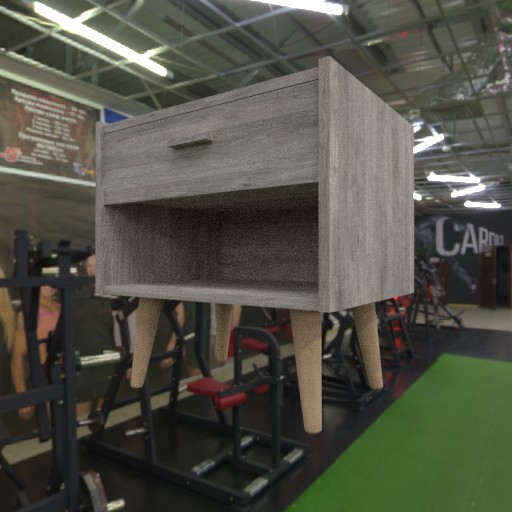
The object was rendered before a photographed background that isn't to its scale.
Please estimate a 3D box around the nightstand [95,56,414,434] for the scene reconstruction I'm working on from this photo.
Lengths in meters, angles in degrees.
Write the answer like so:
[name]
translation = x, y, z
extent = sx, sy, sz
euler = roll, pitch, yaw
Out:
[nightstand]
translation = 0.000, 0.000, 0.840
extent = 0.480, 0.500, 0.380
euler = 0, 0, 35
